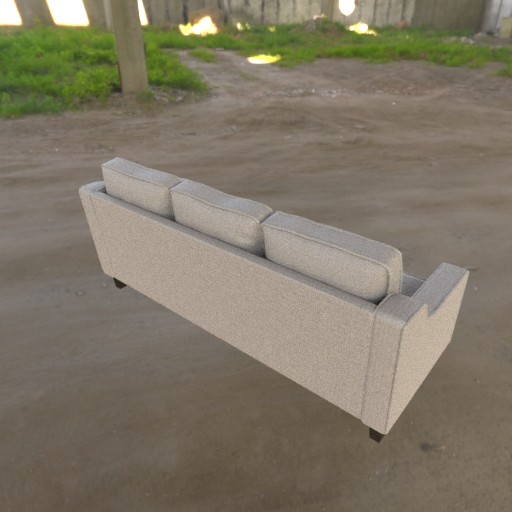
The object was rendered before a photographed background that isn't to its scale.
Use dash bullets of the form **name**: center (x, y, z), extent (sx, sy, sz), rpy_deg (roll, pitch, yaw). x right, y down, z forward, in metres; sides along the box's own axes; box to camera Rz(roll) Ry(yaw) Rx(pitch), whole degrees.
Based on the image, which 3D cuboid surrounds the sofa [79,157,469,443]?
- **sofa**: center (0.000, 0.000, 2.605), extent (2.129, 0.950, 0.899), rpy_deg (22, 37, 34)
